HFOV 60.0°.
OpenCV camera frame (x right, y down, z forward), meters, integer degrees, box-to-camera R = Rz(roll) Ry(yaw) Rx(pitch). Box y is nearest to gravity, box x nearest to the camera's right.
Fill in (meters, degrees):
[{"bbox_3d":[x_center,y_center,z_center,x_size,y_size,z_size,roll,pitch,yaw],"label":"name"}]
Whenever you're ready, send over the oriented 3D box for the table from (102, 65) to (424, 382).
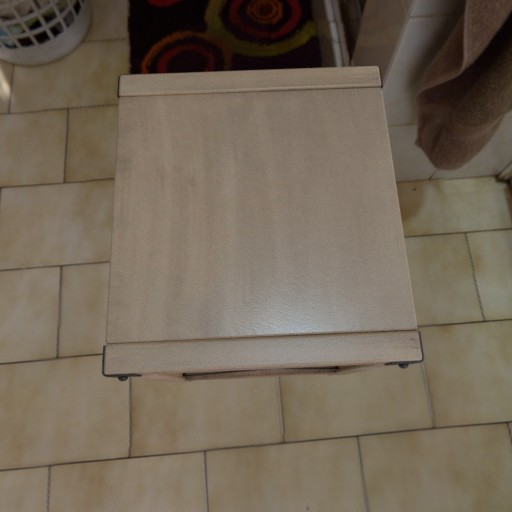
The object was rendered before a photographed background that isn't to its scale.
[{"bbox_3d":[0.000,0.000,0.949,0.459,0.561,0.510,-2,73,-1],"label":"table"}]
